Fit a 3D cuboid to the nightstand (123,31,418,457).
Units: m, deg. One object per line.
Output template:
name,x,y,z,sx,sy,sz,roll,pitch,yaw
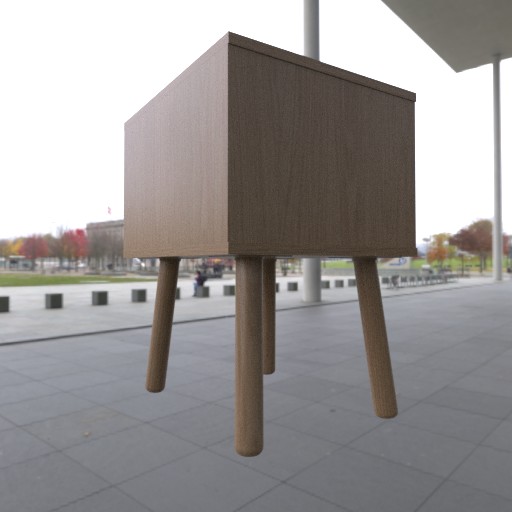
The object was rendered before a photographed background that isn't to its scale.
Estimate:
nightstand,0.000,0.000,0.859,0.380,0.571,0.450,1,-1,-33
